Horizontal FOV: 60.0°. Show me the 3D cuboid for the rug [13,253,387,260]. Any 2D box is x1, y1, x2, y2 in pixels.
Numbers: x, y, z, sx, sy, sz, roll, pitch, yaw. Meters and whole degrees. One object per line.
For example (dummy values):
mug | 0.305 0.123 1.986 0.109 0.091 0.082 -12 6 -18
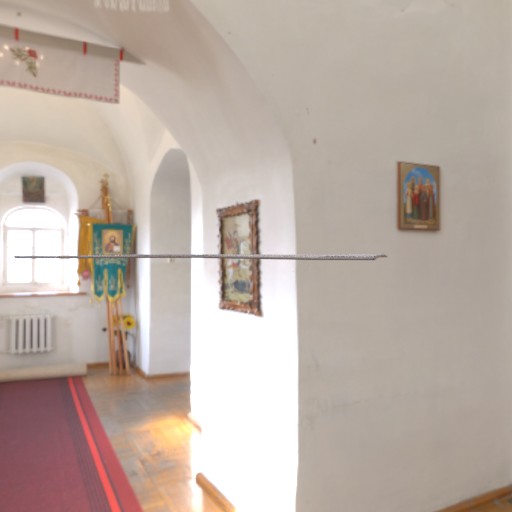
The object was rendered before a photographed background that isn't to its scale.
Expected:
rug | 0.000 0.000 2.882 1.604 0.030 2.307 0 0 18
